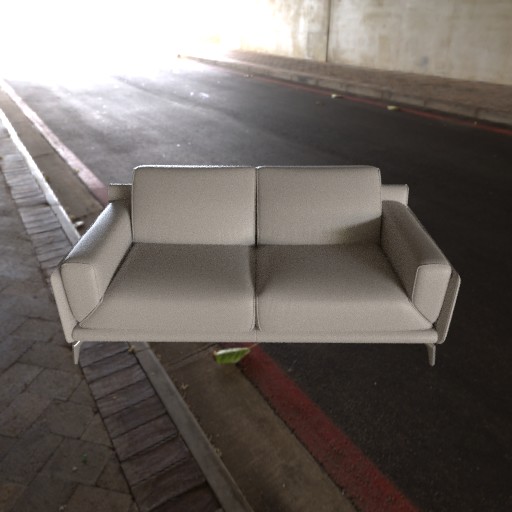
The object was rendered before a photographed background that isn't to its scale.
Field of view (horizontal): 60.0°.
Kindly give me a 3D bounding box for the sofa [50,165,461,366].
[{"bbox_3d":[0.000,0.000,2.681,2.101,0.930,1.049,0,29,0],"label":"sofa"}]
